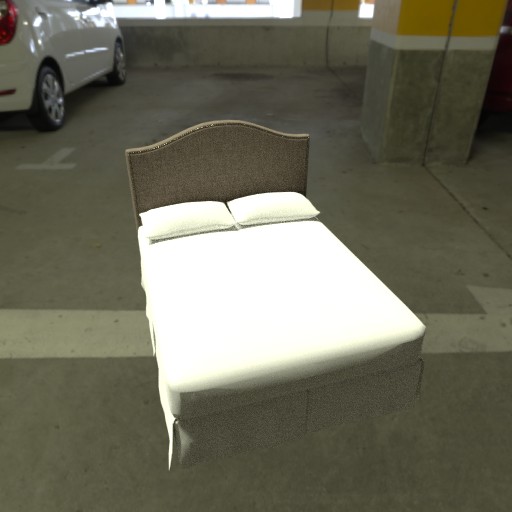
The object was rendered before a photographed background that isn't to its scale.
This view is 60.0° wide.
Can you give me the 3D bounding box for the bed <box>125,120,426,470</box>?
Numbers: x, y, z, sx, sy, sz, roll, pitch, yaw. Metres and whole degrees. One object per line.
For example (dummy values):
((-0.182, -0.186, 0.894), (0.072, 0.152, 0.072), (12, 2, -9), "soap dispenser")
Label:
((0.000, 0.000, 3.291), (1.713, 1.518, 2.153), (-9, 31, -15), "bed")
